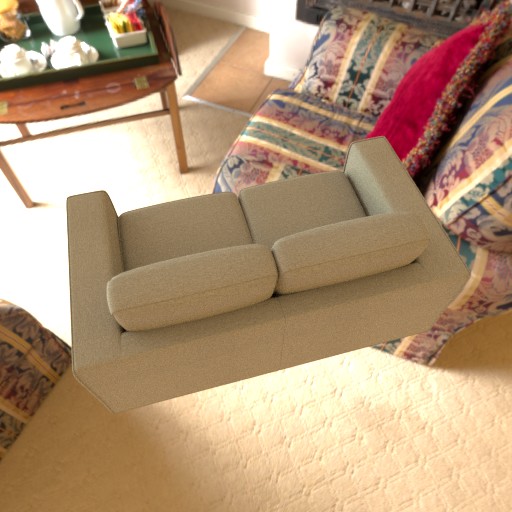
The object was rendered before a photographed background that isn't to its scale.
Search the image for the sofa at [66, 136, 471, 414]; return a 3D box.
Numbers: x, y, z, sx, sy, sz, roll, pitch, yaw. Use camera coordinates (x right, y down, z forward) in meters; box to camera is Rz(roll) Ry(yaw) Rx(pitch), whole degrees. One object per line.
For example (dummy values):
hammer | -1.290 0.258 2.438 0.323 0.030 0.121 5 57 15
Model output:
sofa | 0.000 0.000 2.366 1.812 0.924 1.007 -13 57 -8
